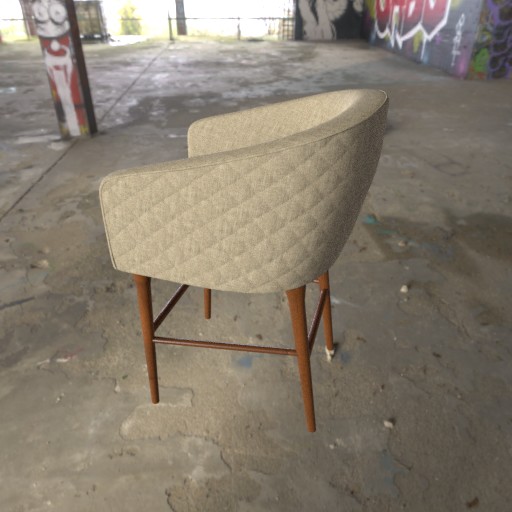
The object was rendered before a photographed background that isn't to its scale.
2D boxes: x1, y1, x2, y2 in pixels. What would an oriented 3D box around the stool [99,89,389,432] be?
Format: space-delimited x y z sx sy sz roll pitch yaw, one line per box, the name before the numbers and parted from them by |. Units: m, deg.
stool | 0.000 0.000 1.331 0.635 0.952 0.559 9 32 14
